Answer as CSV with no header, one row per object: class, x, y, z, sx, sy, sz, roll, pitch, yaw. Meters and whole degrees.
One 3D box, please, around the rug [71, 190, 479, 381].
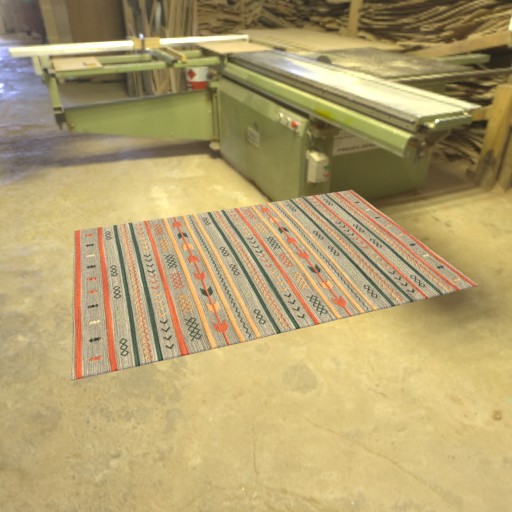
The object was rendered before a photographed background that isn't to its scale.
rug,0.000,0.000,2.351,1.835,0.017,1.220,-10,33,-16
